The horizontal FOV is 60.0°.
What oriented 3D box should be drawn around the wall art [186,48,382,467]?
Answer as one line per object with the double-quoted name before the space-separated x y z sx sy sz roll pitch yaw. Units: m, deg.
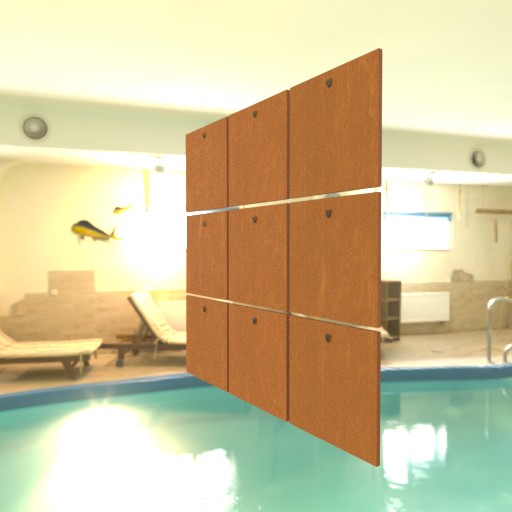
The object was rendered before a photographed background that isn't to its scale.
"wall art" 0.000 0.000 1.337 0.018 0.913 0.915 -1 1 -36
